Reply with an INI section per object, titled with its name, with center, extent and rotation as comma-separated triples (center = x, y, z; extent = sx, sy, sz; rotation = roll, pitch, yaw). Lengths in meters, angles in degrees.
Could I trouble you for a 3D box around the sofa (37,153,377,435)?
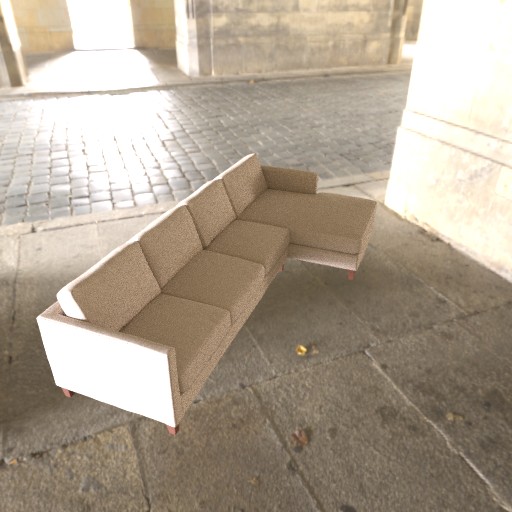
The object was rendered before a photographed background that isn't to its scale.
[sofa]
center = 0.000, 0.000, 3.819
extent = 1.625, 0.861, 3.186
rotation = 11, 32, 19
